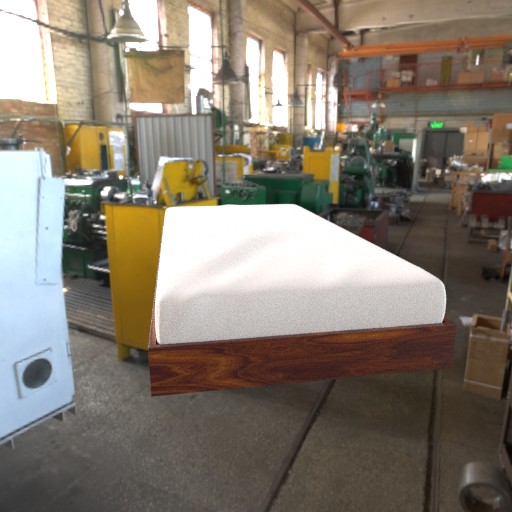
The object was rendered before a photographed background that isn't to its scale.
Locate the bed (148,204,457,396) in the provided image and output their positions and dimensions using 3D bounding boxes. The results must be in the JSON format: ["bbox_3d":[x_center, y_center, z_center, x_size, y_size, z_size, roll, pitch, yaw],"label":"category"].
[{"bbox_3d":[0.000,0.000,2.188,0.940,0.312,1.860,-3,15,-10],"label":"bed"}]
